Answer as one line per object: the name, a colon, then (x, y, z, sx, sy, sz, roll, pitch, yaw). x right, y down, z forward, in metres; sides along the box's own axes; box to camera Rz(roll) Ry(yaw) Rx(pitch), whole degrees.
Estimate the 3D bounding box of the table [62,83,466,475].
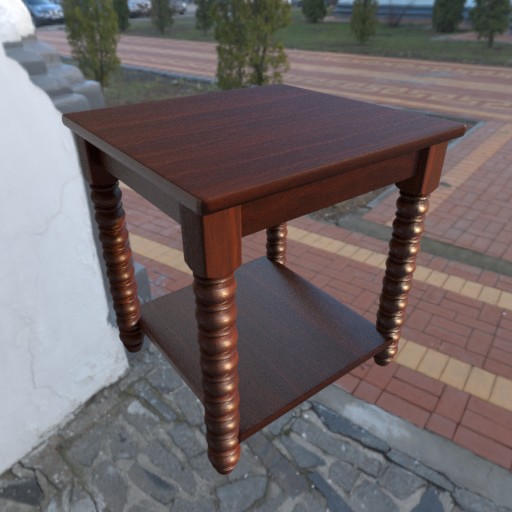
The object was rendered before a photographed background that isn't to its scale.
table: (0.000, 0.000, 0.932, 0.533, 0.567, 0.500, -21, 37, -31)
